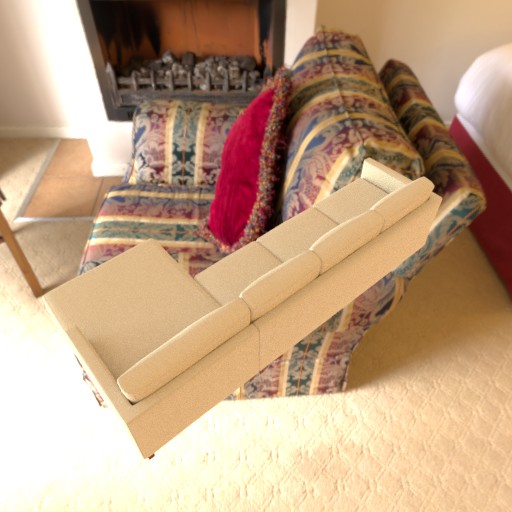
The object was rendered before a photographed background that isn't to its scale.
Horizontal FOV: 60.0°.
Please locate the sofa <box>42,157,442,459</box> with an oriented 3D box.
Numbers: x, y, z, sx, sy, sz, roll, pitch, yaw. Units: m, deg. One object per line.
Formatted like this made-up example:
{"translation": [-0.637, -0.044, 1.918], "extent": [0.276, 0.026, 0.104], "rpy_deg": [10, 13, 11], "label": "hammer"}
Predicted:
{"translation": [0.000, 0.000, 4.131], "extent": [3.471, 0.954, 1.599], "rpy_deg": [-32, 54, -26], "label": "sofa"}
